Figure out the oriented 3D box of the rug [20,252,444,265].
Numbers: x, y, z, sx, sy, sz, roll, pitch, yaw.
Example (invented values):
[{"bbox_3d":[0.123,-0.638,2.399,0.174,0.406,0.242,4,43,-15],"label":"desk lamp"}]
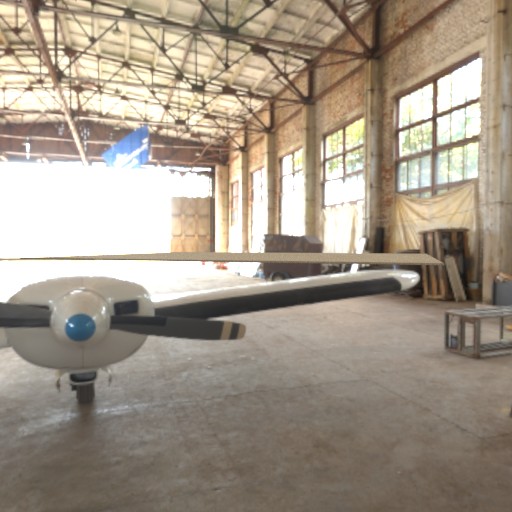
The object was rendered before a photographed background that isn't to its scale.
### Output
[{"bbox_3d":[0.000,0.000,3.480,2.584,0.011,2.073,1,2,19],"label":"rug"}]
